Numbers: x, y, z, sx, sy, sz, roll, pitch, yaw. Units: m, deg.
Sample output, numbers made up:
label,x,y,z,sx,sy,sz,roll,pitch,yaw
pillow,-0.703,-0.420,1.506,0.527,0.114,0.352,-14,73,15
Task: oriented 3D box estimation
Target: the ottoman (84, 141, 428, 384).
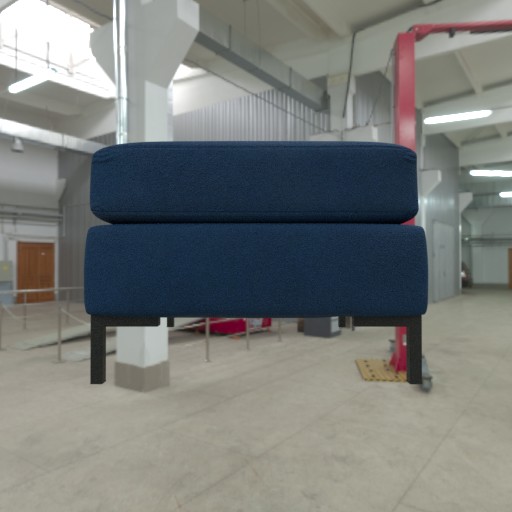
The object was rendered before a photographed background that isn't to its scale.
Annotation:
label,x,y,z,sx,sy,sz,roll,pitch,yaw
ottoman,0.000,0.000,1.195,0.655,0.485,0.794,0,-1,0
